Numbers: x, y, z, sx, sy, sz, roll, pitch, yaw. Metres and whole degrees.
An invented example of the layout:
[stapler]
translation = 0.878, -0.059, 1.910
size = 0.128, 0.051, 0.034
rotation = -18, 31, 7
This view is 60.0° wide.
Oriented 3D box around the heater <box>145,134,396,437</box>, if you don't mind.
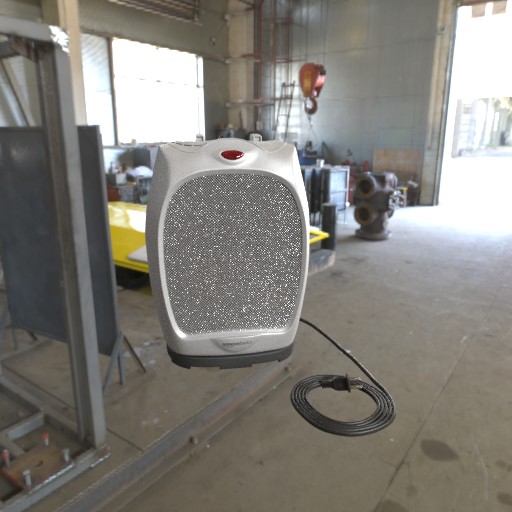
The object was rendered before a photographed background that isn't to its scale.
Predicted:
[heater]
translation = 0.000, 0.000, 0.478
size = 0.239, 0.255, 0.291
rotation = -2, 15, -9
